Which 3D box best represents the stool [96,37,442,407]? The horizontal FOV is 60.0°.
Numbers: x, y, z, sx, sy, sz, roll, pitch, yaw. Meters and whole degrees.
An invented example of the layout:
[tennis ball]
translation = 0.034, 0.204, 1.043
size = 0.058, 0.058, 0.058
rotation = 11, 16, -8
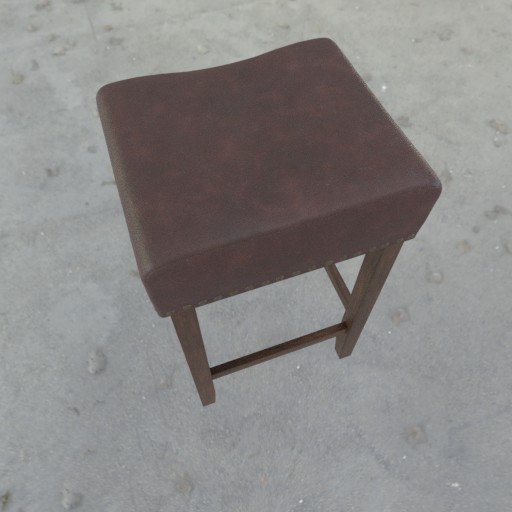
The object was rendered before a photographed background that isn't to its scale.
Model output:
[stool]
translation = 0.000, 0.000, 1.024
size = 0.465, 0.769, 0.401
rotation = -17, 59, -10
